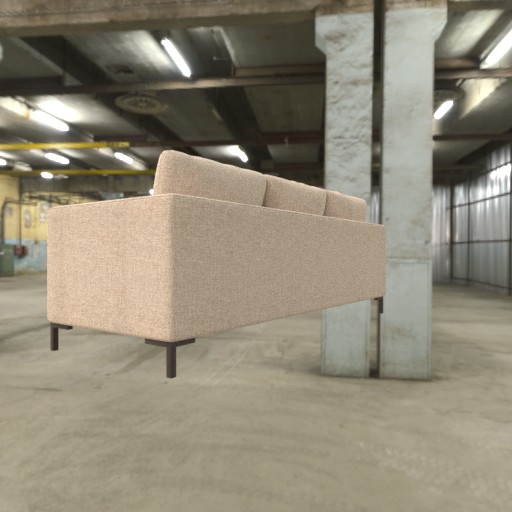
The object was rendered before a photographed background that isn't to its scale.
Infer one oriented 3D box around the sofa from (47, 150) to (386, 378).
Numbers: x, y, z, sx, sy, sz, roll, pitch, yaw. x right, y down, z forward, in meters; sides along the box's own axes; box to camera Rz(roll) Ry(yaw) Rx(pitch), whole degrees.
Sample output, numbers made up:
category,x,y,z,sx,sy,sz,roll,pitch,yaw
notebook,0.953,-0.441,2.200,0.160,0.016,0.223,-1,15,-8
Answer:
category,x,y,z,sx,sy,sz,roll,pitch,yaw
sofa,0.000,0.000,2.719,0.859,0.874,2.218,0,0,36
